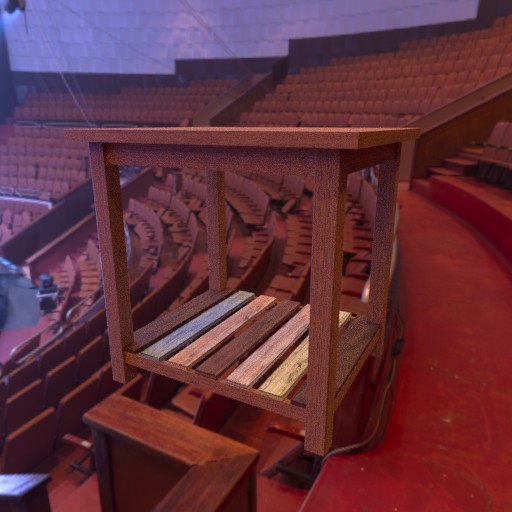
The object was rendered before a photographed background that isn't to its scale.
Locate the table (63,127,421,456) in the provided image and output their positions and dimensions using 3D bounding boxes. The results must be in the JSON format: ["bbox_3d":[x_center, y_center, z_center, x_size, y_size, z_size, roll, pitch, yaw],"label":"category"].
[{"bbox_3d":[0.000,0.000,1.149,0.660,0.635,0.559,9,19,27],"label":"table"}]
